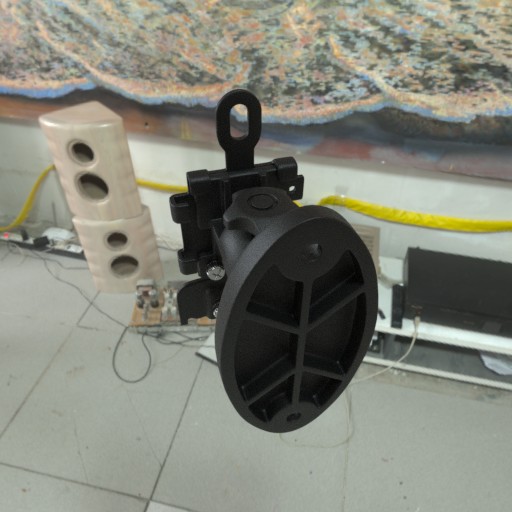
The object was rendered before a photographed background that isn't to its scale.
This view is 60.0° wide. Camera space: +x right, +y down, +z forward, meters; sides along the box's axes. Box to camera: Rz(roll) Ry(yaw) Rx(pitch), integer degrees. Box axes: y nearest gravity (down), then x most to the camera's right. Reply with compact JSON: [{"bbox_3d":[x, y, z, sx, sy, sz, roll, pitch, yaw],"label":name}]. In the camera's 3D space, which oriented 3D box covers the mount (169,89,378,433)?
[{"bbox_3d":[0.000,0.000,0.178,0.066,0.118,0.100,-11,42,-12],"label":"mount"}]
